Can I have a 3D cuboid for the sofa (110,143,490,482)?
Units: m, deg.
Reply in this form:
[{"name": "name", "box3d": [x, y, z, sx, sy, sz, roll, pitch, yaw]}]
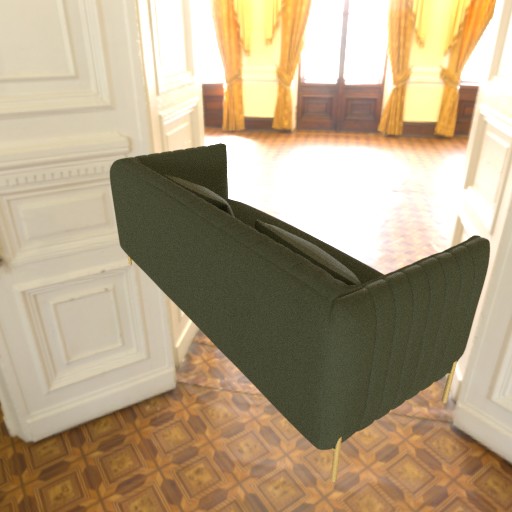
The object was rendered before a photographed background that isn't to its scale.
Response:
[{"name": "sofa", "box3d": [0.000, 0.000, 2.441, 0.896, 0.793, 2.137, -18, 32, -31]}]
